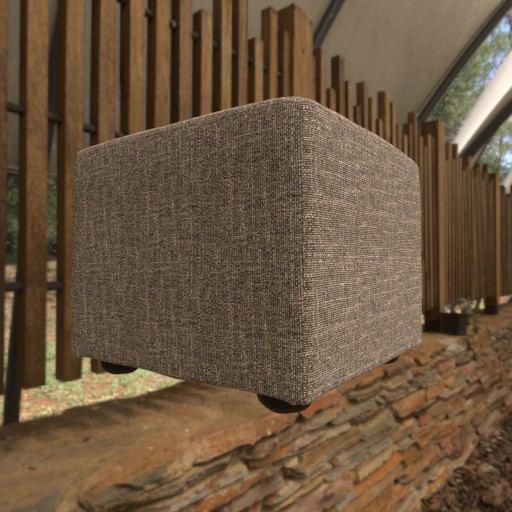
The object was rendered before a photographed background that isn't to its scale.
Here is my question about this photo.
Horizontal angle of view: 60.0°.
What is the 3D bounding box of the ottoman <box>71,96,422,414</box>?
[{"bbox_3d":[0.000,0.000,0.892,0.521,0.453,0.512,-1,-1,36],"label":"ottoman"}]
